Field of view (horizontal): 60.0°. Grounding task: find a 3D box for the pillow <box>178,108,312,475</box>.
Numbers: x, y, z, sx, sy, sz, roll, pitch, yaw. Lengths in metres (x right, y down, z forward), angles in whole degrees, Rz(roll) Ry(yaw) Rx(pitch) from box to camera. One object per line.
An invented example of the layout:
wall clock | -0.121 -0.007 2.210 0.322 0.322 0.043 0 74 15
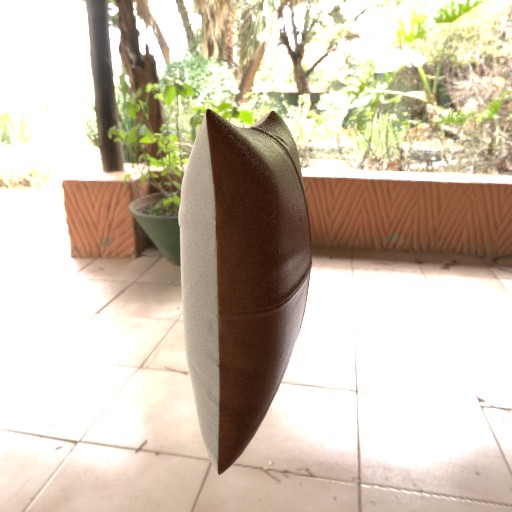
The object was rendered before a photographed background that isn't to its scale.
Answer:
pillow | 0.000 0.000 0.759 0.192 0.477 0.501 3 18 9
